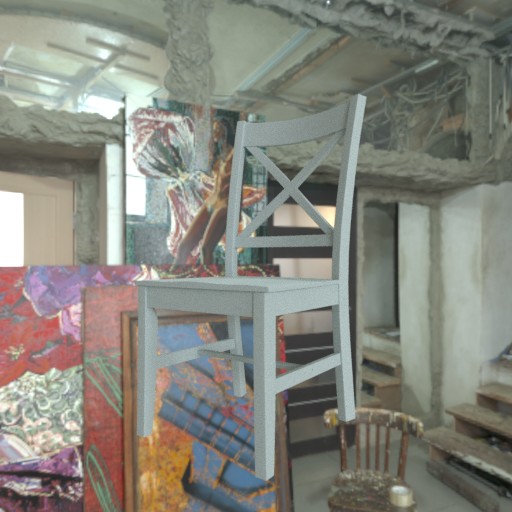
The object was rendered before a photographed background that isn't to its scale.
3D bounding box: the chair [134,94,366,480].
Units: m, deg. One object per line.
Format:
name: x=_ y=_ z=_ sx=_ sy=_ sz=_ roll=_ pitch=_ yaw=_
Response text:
chair: x=0.000 y=0.000 z=1.304 sx=0.485 sy=0.983 sz=0.542 roll=0 pitch=0 yaw=36
